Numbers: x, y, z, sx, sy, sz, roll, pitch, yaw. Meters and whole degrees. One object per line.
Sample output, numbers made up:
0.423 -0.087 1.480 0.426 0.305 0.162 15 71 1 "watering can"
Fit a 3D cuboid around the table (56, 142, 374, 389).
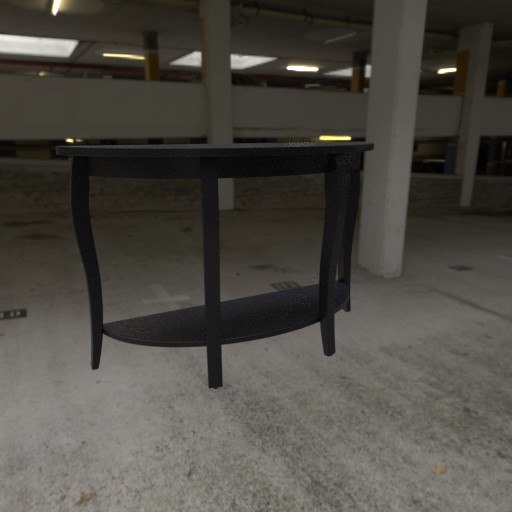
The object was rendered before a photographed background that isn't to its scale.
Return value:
0.000 0.000 1.605 1.219 0.780 0.394 -8 18 -26 "table"
